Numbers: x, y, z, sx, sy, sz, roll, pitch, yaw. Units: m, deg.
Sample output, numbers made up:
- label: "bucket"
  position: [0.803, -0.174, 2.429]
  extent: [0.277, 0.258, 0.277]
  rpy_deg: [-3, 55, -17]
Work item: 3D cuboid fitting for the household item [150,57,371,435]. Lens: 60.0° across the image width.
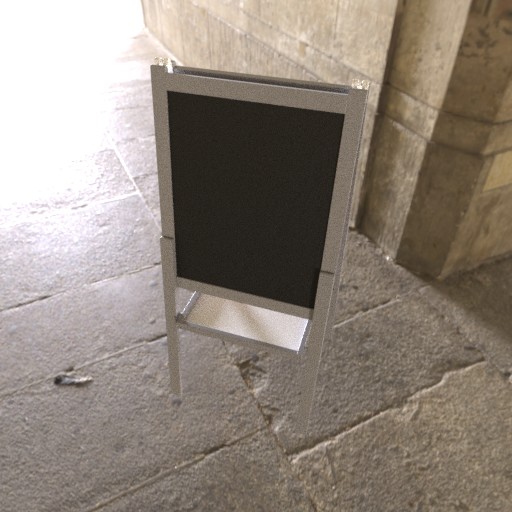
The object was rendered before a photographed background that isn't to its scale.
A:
- label: "household item"
  position: [0.000, 0.000, 1.428]
  extent: [0.531, 1.172, 0.469]
  rpy_deg: [12, 43, 14]
